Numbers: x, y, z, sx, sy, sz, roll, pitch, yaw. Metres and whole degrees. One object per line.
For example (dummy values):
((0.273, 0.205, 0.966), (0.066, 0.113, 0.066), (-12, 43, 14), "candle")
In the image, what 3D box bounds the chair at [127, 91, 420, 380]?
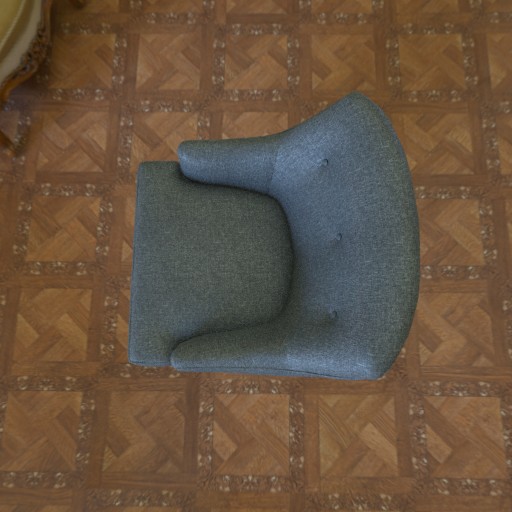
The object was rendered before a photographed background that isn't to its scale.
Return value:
((0.000, 0.000, 1.624), (0.923, 0.856, 0.864), (-1, 76, 0), "chair")
